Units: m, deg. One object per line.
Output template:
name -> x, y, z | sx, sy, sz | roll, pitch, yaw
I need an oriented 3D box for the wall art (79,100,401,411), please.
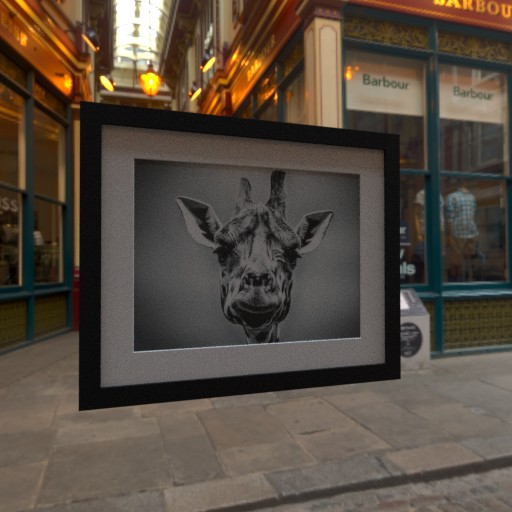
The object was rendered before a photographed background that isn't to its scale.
wall art -> 0.000, 0.000, 0.754 | 0.558, 0.457, 0.031 | 0, -1, -18
